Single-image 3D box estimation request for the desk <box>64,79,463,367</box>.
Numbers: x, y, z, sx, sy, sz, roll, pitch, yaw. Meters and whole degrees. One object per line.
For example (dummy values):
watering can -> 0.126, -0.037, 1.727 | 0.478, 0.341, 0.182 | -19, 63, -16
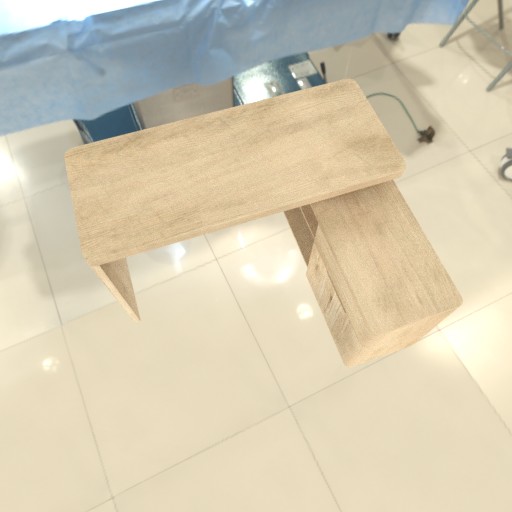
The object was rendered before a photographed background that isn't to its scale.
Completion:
desk -> 0.000, 0.000, 2.148 | 1.400, 0.770, 1.175 | -17, 65, -8
